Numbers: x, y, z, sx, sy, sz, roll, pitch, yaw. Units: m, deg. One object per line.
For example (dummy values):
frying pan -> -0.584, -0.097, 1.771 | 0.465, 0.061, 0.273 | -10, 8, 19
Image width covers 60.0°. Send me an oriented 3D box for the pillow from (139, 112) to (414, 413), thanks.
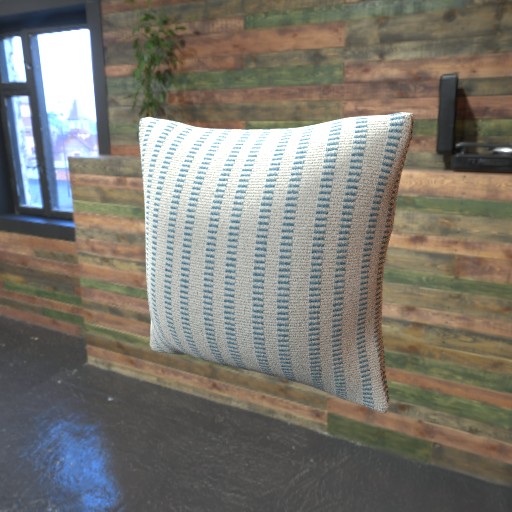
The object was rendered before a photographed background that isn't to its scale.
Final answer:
pillow -> 0.000, 0.000, 0.689 | 0.438, 0.419, 0.247 | 8, 17, 26
